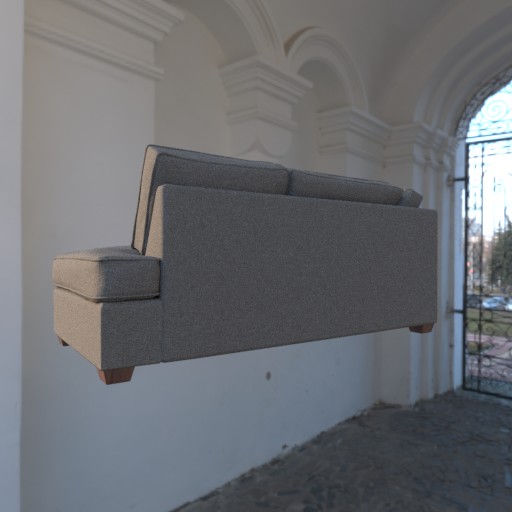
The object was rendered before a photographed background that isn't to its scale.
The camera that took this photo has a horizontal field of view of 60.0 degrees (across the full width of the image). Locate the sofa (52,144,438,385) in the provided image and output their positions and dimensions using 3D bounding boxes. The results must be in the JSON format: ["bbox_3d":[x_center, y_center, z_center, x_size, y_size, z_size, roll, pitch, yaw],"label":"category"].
[{"bbox_3d":[0.000,0.000,2.797,2.237,1.033,1.110,0,0,-34],"label":"sofa"}]
